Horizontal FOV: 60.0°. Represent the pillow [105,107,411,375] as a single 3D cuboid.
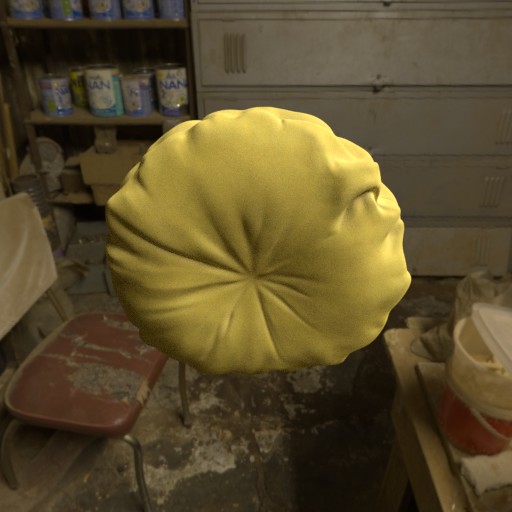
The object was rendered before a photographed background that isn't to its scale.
[{"bbox_3d":[0.000,0.000,0.635,0.428,0.407,0.148,1,31,2],"label":"pillow"}]
